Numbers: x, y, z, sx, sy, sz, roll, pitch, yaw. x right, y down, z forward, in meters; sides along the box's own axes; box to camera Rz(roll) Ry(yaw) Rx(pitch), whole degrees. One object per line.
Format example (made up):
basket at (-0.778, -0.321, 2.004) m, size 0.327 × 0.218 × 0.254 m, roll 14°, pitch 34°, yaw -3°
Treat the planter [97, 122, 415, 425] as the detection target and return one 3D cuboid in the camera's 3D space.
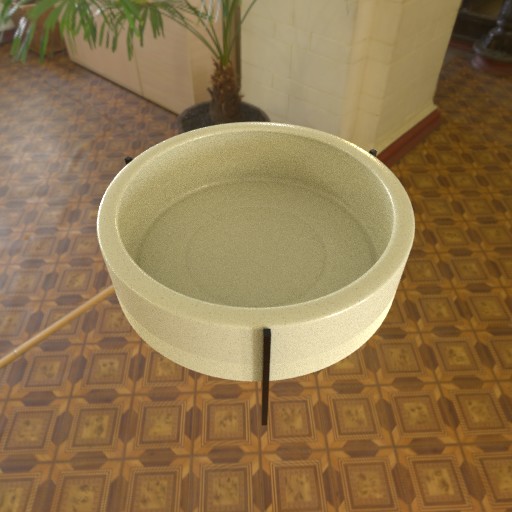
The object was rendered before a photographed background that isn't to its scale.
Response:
planter at (0.000, 0.000, 0.536) m, size 0.336 × 0.171 × 0.345 m, roll -2°, pitch 46°, yaw -2°
